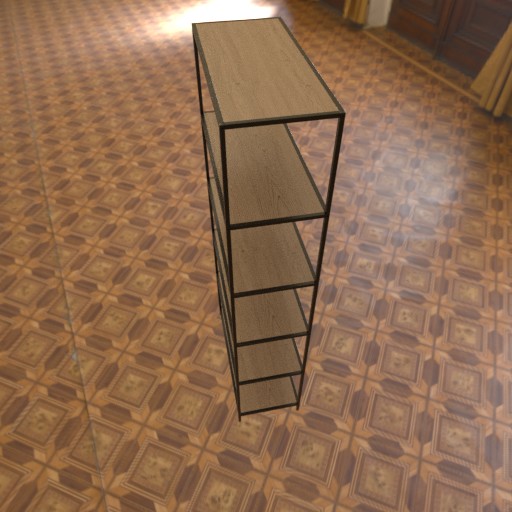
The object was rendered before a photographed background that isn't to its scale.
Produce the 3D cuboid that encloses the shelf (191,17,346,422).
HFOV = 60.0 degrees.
[{"bbox_3d":[0.000,0.000,2.119,0.350,1.850,0.770,-8,47,-8],"label":"shelf"}]
